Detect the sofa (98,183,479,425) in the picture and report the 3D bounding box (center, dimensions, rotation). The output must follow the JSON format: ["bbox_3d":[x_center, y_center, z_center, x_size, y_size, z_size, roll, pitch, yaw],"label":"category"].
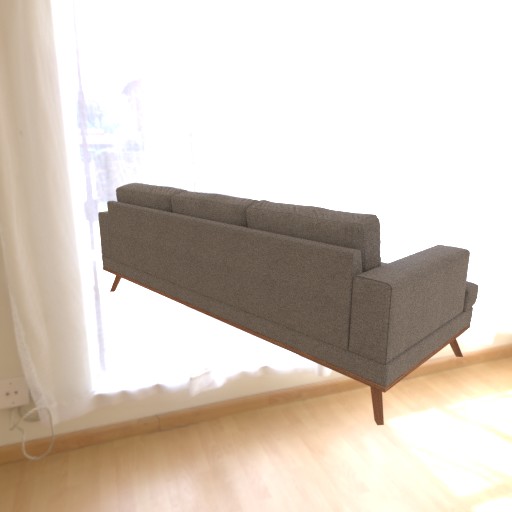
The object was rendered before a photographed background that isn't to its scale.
[{"bbox_3d":[0.000,0.000,2.714,0.920,0.810,2.310,-14,21,-43],"label":"sofa"}]
